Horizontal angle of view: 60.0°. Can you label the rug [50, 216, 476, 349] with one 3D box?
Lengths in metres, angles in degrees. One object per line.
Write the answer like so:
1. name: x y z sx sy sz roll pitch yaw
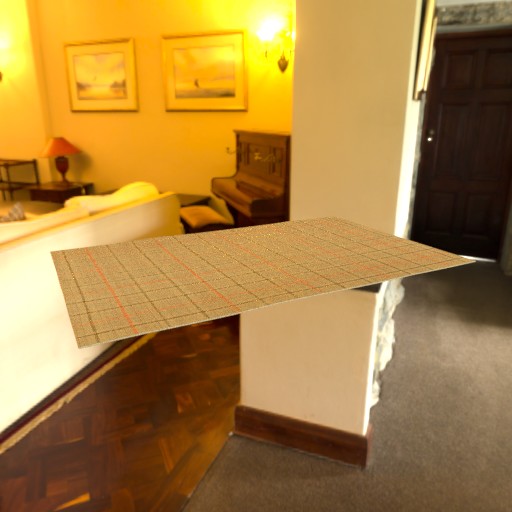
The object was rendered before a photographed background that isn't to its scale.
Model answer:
1. rug: 0.000 0.000 2.989 2.439 0.015 1.524 -9 20 -26
